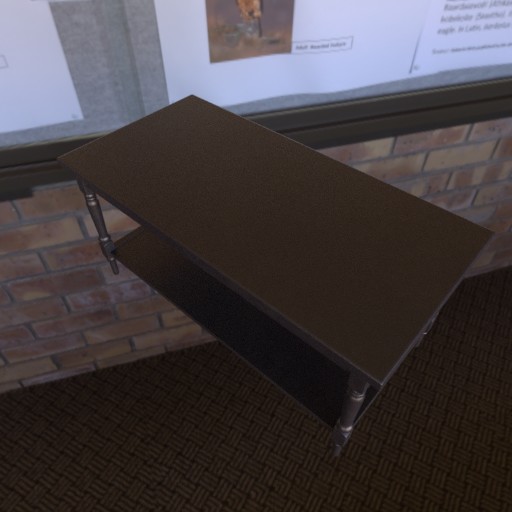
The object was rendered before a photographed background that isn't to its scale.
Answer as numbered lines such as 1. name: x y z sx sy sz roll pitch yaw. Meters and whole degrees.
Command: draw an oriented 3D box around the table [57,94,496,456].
1. table: 0.000 0.000 1.394 1.107 0.510 0.550 33 54 27
